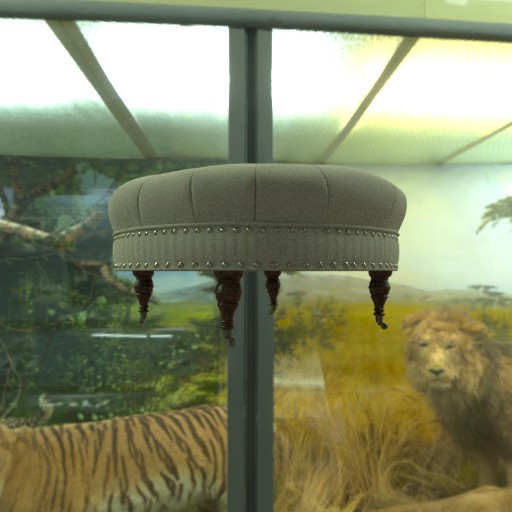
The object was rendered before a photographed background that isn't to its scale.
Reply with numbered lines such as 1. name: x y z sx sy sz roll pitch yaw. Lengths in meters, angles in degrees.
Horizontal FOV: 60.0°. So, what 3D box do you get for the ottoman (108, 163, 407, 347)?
1. ottoman: 0.000 0.000 1.386 0.901 0.439 0.901 0 -2 0
